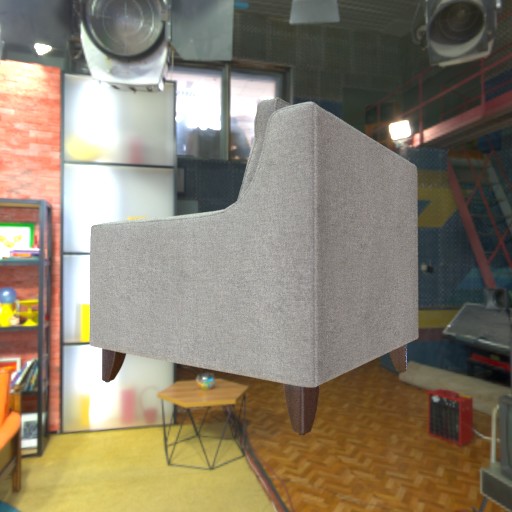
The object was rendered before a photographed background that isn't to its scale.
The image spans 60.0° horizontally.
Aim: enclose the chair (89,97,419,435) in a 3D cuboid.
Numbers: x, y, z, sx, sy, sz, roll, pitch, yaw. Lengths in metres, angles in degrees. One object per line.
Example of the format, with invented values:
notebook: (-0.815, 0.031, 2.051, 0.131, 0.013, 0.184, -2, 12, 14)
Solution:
chair: (0.000, 0.000, 1.596, 0.918, 0.864, 0.838, -1, -1, 36)
